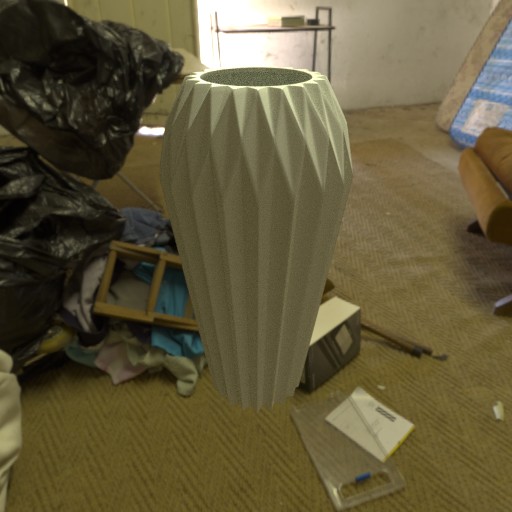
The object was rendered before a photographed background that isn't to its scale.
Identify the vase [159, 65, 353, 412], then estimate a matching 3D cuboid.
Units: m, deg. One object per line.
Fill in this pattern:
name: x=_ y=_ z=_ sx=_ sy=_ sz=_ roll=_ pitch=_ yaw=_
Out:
vase: x=0.000 y=0.000 z=0.345 sx=0.133 sy=0.263 sz=0.133 roll=0 pitch=31 yaw=0
